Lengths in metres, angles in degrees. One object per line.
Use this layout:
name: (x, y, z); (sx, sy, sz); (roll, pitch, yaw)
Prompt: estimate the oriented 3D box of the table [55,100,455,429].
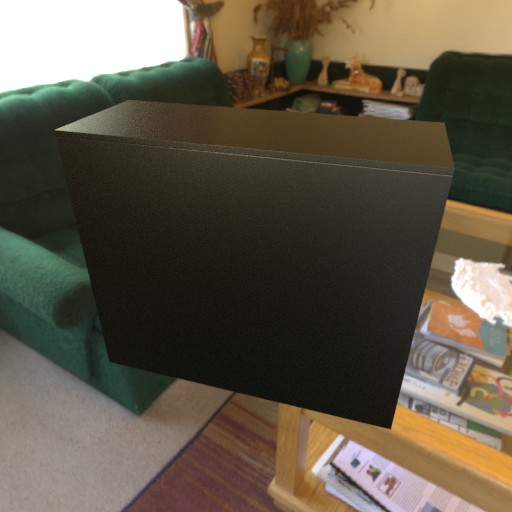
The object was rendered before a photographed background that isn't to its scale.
table: (0.000, 0.000, 1.346); (0.930, 0.790, 0.380); (9, 33, 14)
